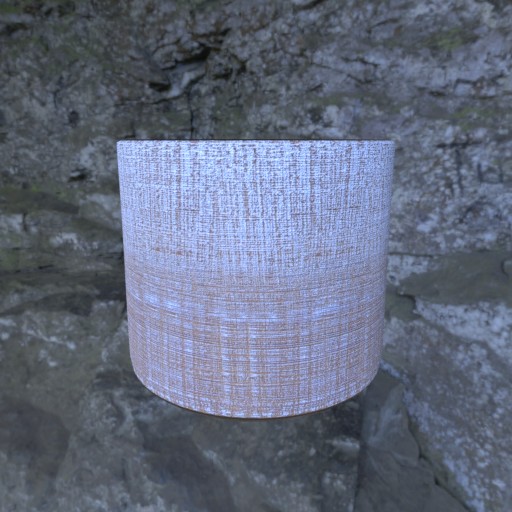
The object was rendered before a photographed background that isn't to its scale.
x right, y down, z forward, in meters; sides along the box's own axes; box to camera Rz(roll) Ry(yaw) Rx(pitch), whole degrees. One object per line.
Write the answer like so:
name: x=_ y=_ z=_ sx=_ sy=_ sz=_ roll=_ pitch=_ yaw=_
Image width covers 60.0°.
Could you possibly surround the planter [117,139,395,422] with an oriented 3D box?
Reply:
planter: x=0.000 y=0.000 z=0.189 sx=0.109 sy=0.096 sz=0.109 roll=0 pitch=15 yaw=0
